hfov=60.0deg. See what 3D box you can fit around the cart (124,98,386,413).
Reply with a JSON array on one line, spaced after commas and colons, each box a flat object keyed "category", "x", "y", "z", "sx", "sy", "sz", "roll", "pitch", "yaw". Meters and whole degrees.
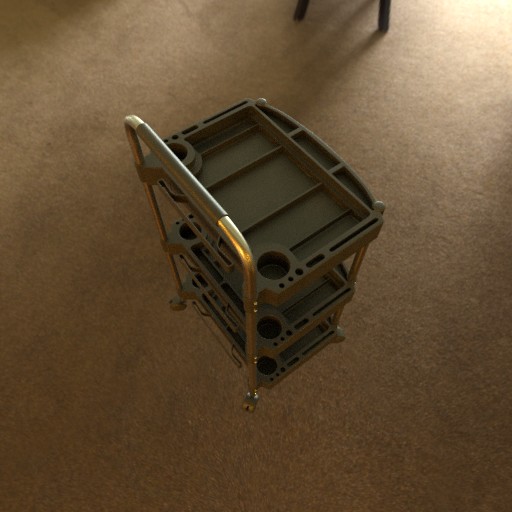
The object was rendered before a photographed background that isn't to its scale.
[{"category": "cart", "x": 0.000, "y": 0.000, "z": 1.421, "sx": 0.518, "sy": 1.075, "sz": 0.584, "roll": -33, "pitch": 64, "yaw": -18}]
